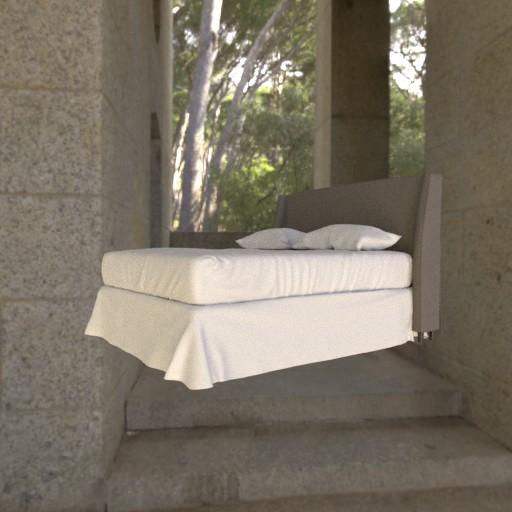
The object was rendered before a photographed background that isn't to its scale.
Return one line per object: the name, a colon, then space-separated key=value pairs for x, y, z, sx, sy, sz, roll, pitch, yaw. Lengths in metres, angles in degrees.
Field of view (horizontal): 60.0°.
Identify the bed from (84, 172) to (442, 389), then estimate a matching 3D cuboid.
bed: x=0.000 y=0.000 z=3.605 sx=2.276 sy=1.332 sz=1.925 roll=-1 pitch=1 yaw=-36
